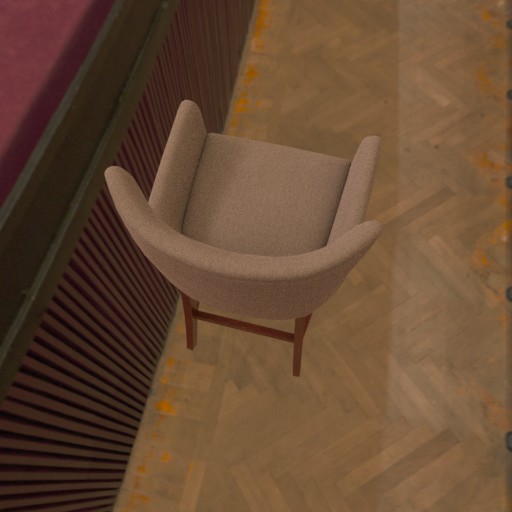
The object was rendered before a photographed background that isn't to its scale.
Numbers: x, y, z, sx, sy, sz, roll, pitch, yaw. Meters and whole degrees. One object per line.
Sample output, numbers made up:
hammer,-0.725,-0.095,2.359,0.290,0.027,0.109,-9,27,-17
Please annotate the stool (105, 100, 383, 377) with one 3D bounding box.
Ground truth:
stool,0.000,0.000,1.384,0.575,1.047,0.575,13,65,6
